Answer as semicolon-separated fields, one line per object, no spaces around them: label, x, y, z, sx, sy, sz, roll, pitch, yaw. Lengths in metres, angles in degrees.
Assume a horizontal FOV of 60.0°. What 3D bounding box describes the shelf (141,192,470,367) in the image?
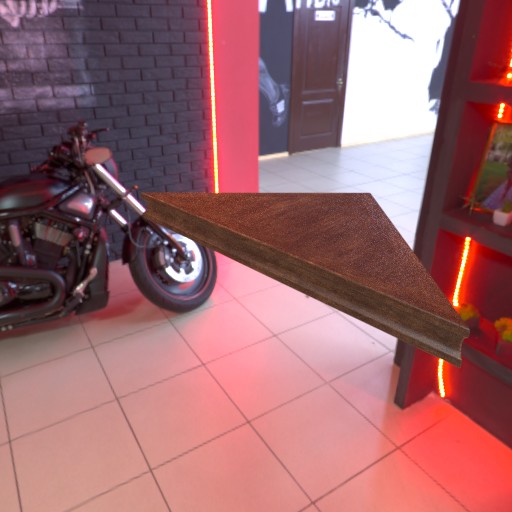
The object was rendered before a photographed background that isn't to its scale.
shelf;0.000;0.000;0.446;0.296;0.035;0.296;0;27;0
